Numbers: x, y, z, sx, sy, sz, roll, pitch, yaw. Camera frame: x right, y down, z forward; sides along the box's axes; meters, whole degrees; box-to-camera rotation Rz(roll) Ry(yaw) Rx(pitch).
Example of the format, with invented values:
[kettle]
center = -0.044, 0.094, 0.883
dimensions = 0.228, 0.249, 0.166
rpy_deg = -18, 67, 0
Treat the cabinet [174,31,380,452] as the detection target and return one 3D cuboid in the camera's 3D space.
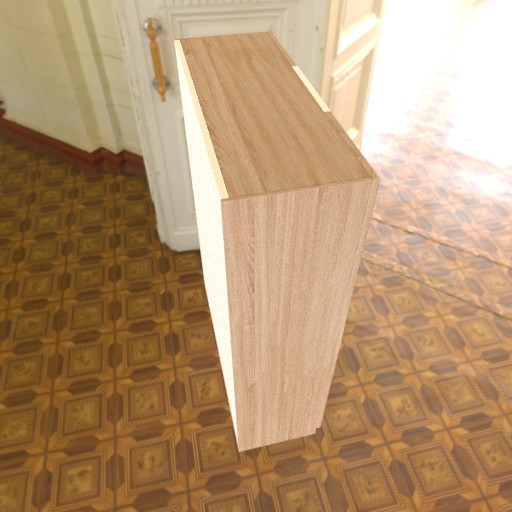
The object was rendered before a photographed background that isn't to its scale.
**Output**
[cabinet]
center = 0.000, 0.000, 2.773
dimensions = 0.590, 2.120, 1.500
rpy_deg = -10, 46, -9
